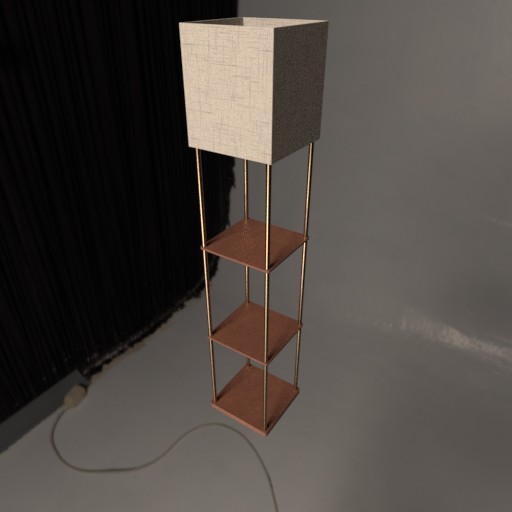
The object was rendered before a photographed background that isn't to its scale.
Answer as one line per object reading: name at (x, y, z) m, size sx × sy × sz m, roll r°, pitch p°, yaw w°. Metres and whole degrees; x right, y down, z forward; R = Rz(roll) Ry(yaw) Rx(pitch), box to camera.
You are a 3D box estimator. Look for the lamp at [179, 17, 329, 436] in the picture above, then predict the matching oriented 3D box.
lamp at (0.000, 0.000, 1.676) m, size 0.310 × 1.569 × 0.308 m, roll 19°, pitch 36°, yaw 28°
